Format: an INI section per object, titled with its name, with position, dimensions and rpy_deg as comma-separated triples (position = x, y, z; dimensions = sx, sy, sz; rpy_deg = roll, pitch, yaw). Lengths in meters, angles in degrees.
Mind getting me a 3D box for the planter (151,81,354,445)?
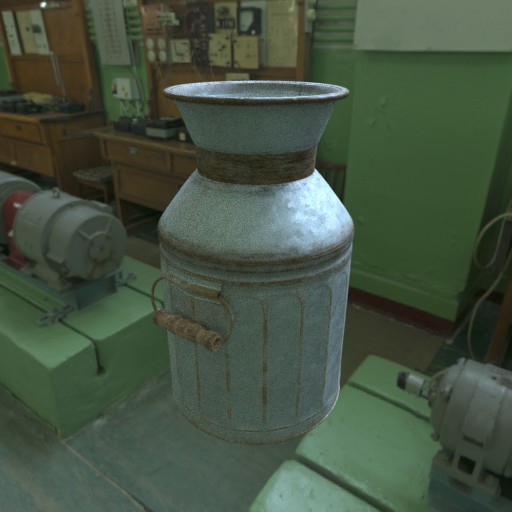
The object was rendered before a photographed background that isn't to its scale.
[planter]
position = 0.000, 0.000, 0.502
dimensions = 0.215, 0.358, 0.248
rpy_deg = 17, 31, 31
